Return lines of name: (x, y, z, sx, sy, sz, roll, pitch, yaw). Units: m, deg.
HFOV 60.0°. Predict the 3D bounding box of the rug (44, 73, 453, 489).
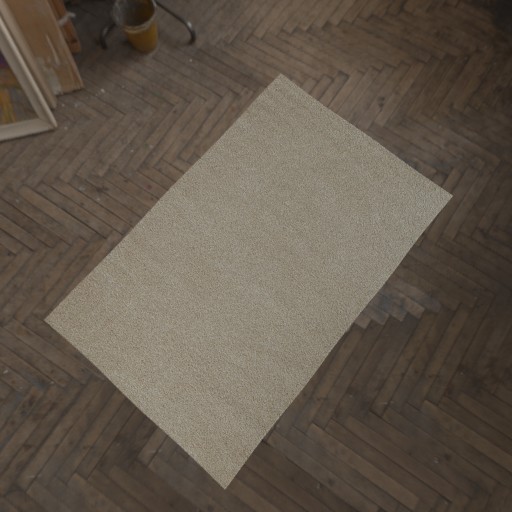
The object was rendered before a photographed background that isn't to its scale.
rug: (0.000, 0.000, 2.890, 1.500, 0.025, 2.346, 39, 78, 10)
